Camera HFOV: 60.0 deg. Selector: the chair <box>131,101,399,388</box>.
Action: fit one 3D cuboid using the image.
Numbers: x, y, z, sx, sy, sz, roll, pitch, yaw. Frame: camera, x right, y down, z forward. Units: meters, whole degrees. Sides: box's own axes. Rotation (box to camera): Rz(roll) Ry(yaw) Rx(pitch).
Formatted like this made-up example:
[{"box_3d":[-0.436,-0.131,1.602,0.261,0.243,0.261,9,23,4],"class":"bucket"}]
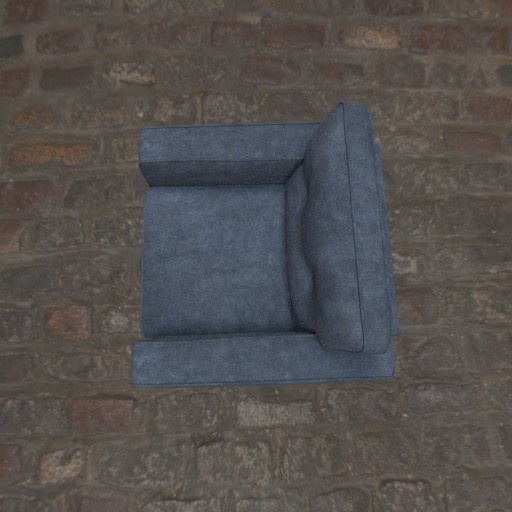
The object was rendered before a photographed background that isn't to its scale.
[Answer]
[{"box_3d":[0.000,0.000,1.802,0.939,0.965,1.015,-2,76,0],"class":"chair"}]
